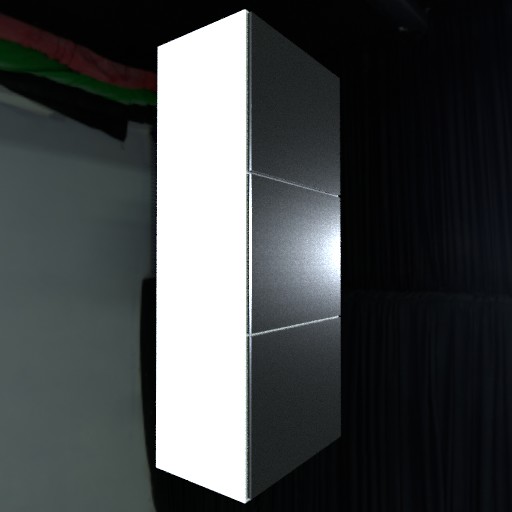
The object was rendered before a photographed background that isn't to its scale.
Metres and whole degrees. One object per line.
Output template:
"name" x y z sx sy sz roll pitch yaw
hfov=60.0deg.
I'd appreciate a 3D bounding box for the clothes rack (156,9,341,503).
"clothes rack" 0.000 0.000 1.358 0.330 1.187 0.500 -1 -1 36
